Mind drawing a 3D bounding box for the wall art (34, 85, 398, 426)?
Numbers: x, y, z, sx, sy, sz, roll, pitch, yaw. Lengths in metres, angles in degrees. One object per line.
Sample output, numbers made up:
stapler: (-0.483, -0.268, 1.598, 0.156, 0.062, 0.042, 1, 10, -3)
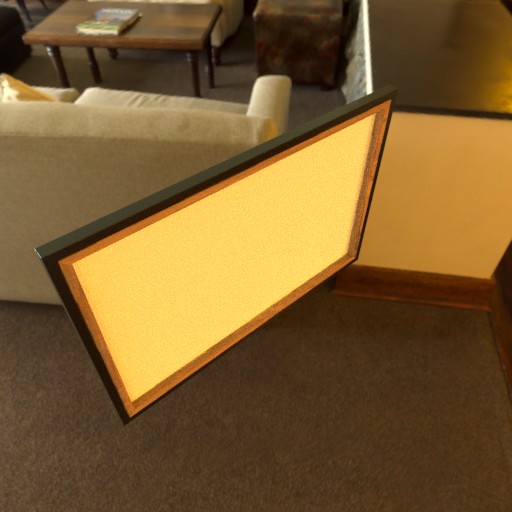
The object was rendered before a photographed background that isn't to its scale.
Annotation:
wall art: (0.000, 0.000, 0.817, 0.659, 0.446, 0.022, -31, 53, -27)
